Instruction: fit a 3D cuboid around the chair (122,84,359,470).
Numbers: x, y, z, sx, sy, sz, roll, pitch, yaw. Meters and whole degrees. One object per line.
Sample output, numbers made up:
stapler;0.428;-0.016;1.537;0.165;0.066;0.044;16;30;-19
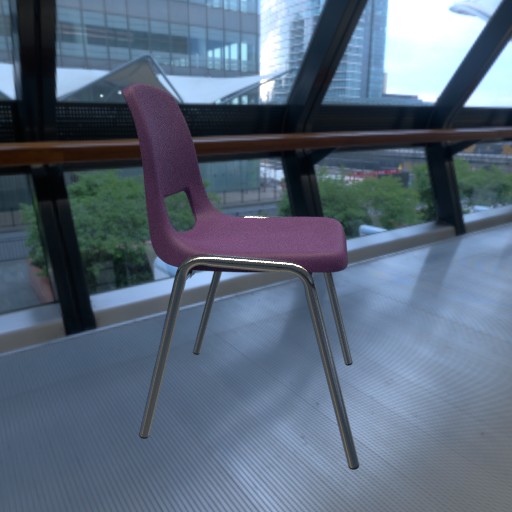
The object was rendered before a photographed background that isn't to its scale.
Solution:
chair;0.000;0.000;0.897;0.432;0.654;0.381;3;16;10
